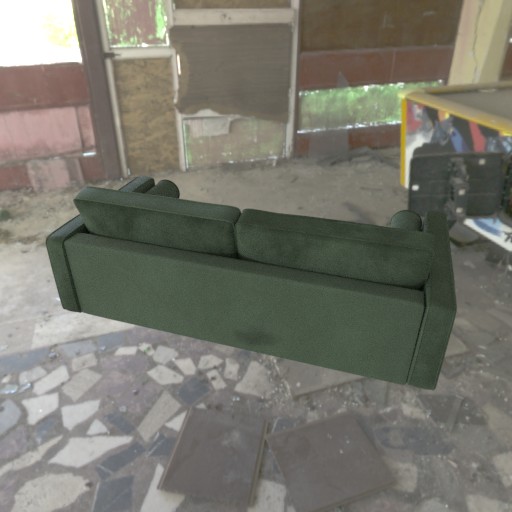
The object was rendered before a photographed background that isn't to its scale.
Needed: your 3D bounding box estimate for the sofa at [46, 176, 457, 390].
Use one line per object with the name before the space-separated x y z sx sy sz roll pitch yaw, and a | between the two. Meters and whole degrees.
sofa | 0.000 0.000 2.336 1.880 0.772 0.916 9 32 15
